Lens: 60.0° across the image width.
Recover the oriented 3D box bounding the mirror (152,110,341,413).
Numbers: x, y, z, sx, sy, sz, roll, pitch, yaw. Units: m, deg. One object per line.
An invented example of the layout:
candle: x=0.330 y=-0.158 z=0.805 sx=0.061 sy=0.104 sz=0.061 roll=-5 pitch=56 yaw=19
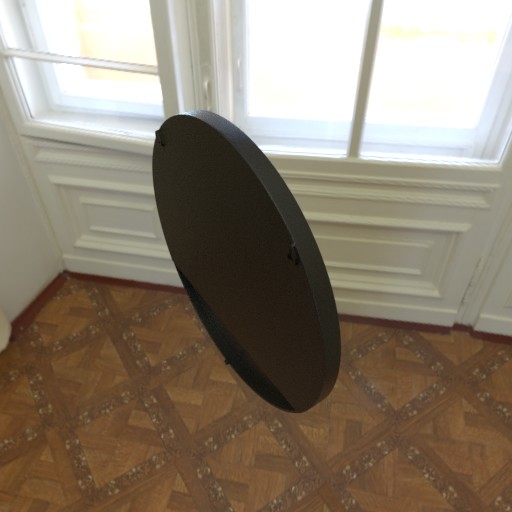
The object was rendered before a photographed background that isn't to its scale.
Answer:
mirror: x=0.000 y=0.000 z=0.685 sx=0.133 sy=0.457 sz=0.457 roll=-24 pitch=47 yaw=-25
